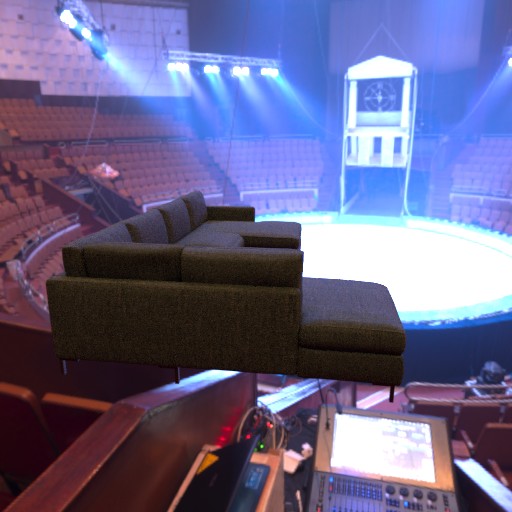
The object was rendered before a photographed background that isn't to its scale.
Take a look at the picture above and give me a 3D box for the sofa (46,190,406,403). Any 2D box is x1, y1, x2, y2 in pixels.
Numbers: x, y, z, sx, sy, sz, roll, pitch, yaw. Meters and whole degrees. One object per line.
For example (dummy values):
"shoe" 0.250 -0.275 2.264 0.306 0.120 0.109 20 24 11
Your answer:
"sofa" 0.000 0.000 3.531 1.879 0.753 2.737 2 15 8
